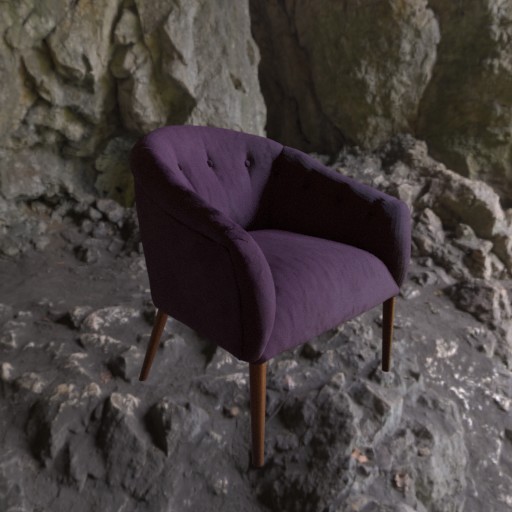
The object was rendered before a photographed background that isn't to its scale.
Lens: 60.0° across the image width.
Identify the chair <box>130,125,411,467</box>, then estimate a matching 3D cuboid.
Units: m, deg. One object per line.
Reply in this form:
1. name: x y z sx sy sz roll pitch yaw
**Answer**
1. chair: 0.000 0.000 1.532 0.776 0.885 0.851 13 19 42
